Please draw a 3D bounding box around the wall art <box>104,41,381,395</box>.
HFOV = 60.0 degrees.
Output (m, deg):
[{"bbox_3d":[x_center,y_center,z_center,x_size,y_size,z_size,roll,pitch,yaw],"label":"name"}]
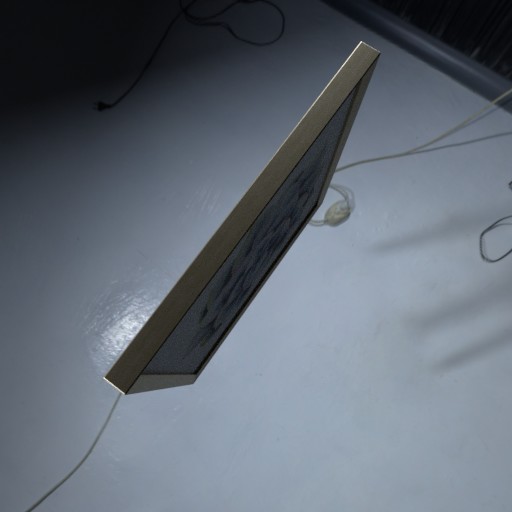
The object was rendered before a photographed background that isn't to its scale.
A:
[{"bbox_3d":[0.000,0.000,0.750,0.030,0.506,0.503,34,78,9],"label":"wall art"}]
